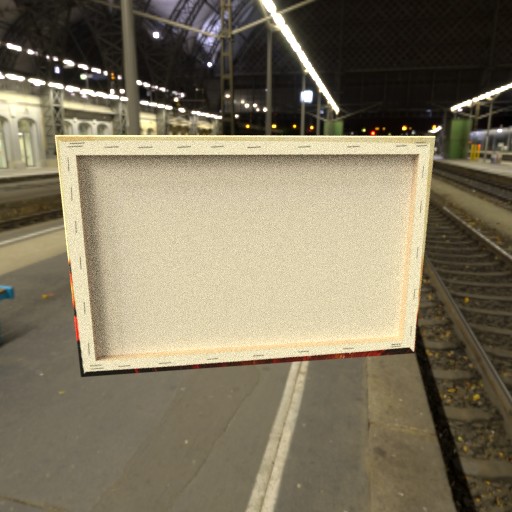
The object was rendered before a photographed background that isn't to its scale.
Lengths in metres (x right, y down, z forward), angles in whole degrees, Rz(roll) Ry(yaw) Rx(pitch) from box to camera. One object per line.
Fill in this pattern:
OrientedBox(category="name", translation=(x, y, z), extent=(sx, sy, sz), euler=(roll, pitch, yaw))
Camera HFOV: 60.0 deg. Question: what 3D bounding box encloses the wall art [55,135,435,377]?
OrientedBox(category="wall art", translation=(0.000, 0.000, 1.150), extent=(0.918, 0.602, 0.038), euler=(-2, 14, -8))
